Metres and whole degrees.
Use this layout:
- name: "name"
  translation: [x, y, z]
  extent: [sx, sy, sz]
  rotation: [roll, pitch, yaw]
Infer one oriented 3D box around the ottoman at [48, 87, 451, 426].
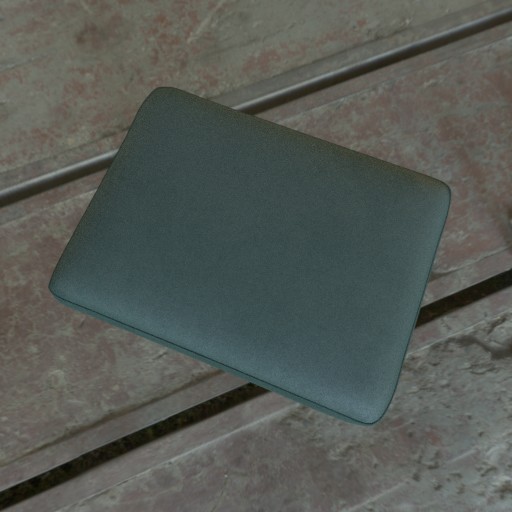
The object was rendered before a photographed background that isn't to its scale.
- name: "ottoman"
  translation: [0.000, 0.000, 1.167]
  extent: [0.811, 0.449, 0.608]
  rotation: [21, 75, 6]
